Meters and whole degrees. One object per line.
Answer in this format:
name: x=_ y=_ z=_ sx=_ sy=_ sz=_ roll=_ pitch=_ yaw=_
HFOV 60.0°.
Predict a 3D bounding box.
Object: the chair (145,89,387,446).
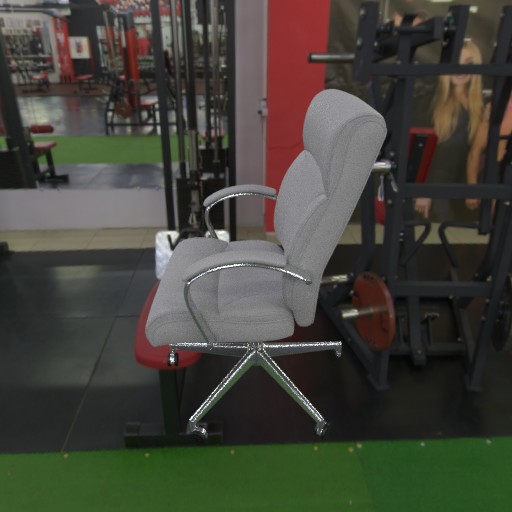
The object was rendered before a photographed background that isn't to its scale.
chair: x=0.000 y=0.000 z=1.592 sx=0.745 sy=1.099 sz=0.727 roll=0 pitch=26 yaw=0
